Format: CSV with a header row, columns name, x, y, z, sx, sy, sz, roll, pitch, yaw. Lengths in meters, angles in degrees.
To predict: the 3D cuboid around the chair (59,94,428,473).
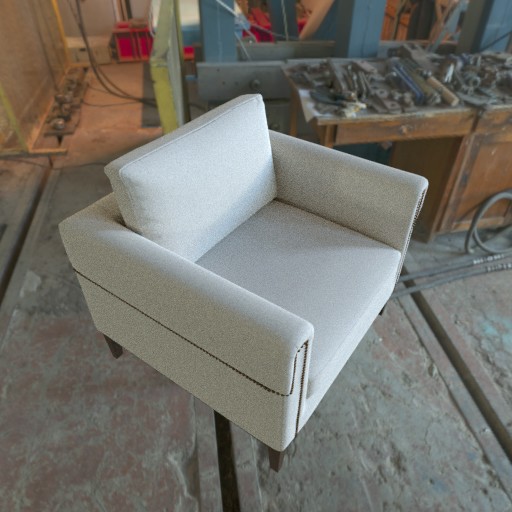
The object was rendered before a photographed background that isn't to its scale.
name,x,y,z,sx,sy,sz,roll,pitch,yaw
chair,0.000,0.000,1.660,0.896,0.915,0.982,25,47,26
